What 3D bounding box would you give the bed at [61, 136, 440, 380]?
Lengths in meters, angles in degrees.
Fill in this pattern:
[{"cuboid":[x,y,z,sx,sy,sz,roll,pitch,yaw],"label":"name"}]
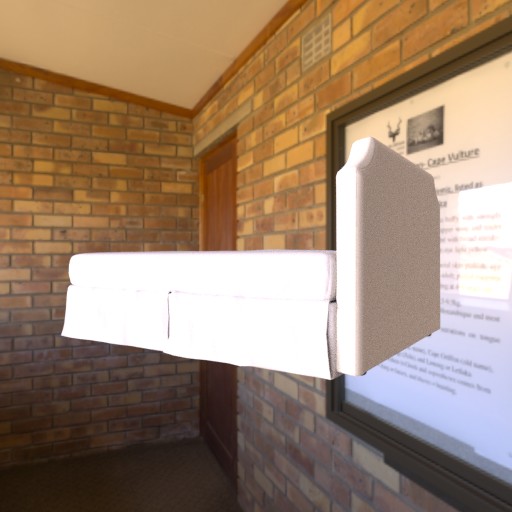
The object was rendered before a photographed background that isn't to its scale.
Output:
[{"cuboid":[0.000,0.000,3.652,2.498,1.293,1.977,0,0,35],"label":"bed"}]
